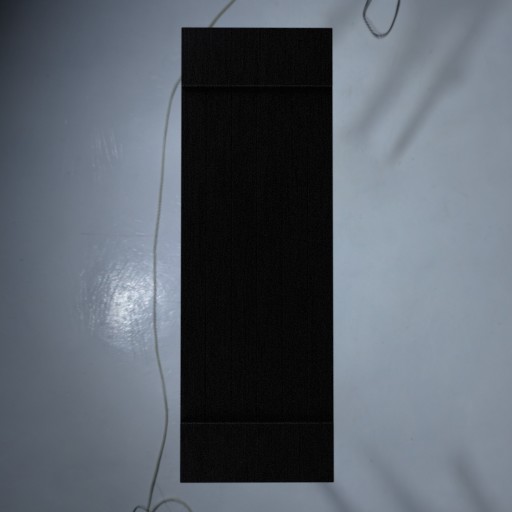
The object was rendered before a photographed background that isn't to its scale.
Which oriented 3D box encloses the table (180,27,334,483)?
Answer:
[{"bbox_3d":[0.000,0.000,1.418,0.373,0.768,1.062,0,89,0],"label":"table"}]
